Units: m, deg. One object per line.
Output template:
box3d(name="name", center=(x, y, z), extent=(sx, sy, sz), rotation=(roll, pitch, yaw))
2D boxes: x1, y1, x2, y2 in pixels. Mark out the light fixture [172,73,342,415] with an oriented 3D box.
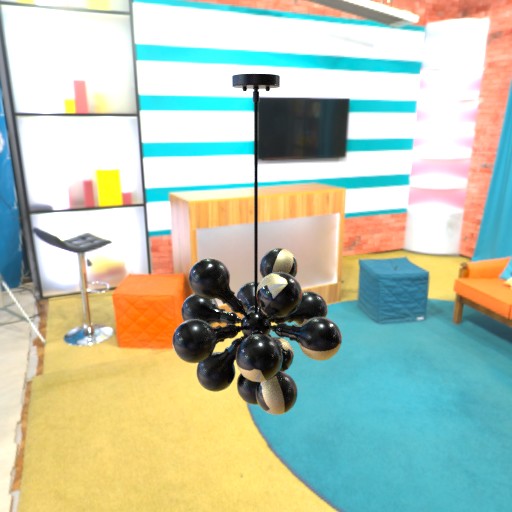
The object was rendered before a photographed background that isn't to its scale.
box3d(name="light fixture", center=(0.000, 0.000, 1.136), extent=(0.468, 0.859, 0.420), rotation=(8, 18, 27))
